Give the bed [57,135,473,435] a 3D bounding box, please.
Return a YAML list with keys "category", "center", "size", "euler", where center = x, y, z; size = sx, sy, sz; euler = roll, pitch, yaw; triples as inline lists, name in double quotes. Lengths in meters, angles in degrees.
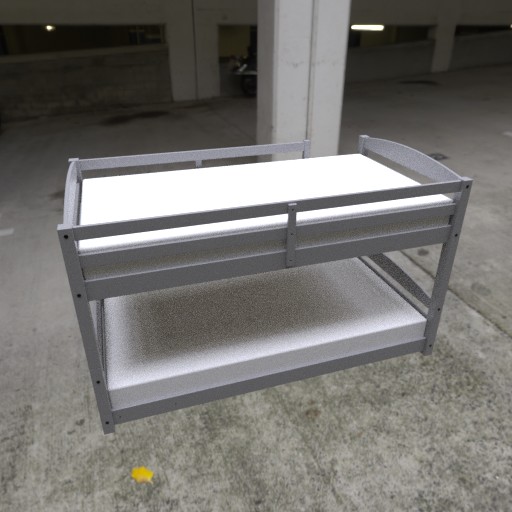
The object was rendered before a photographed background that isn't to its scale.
- category: "bed"
  center: [0.000, 0.000, 2.745]
  size: [2.013, 1.206, 1.105]
  euler: [-9, 29, -16]
